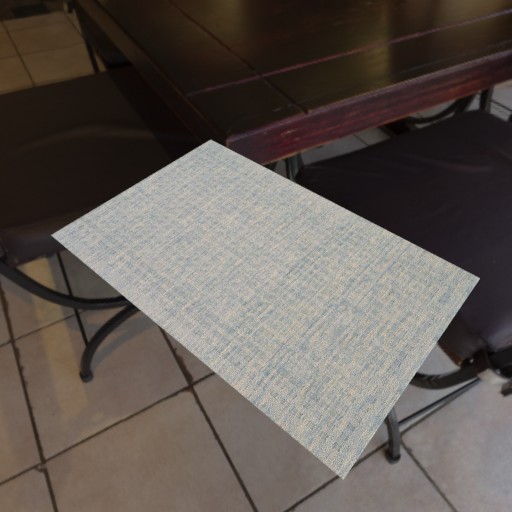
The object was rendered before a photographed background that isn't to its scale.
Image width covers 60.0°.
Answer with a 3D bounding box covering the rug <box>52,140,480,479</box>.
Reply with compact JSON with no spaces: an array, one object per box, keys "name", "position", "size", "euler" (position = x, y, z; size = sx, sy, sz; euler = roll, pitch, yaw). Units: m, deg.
[{"name":"rug","position":[0.000,0.000,2.149],"size":[1.752,0.006,1.142],"euler":[33,55,26]}]
